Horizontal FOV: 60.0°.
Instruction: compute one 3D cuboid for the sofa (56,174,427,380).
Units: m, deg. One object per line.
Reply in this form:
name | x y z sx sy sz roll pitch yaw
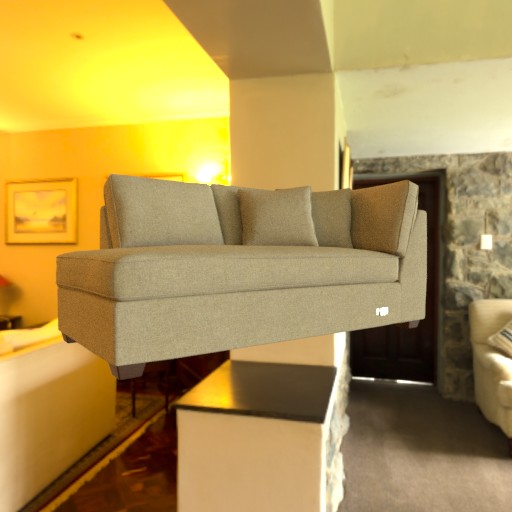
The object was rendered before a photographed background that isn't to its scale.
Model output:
sofa | 0.000 0.000 2.881 2.238 1.019 1.110 -1 1 -36
